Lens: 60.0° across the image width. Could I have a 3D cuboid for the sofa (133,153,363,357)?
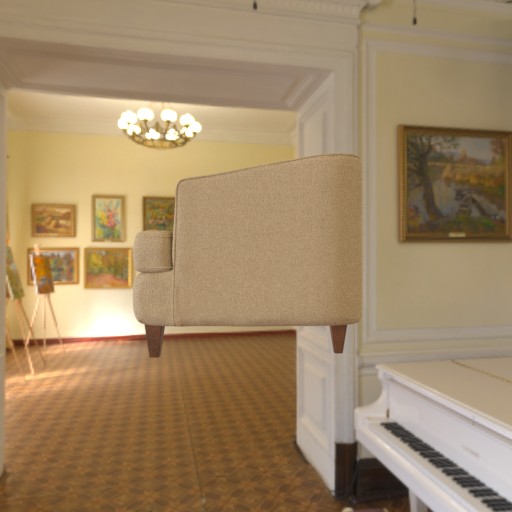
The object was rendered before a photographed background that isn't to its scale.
[{"bbox_3d":[0.000,0.000,2.731,0.913,0.788,2.235,0,-1,1],"label":"sofa"}]
